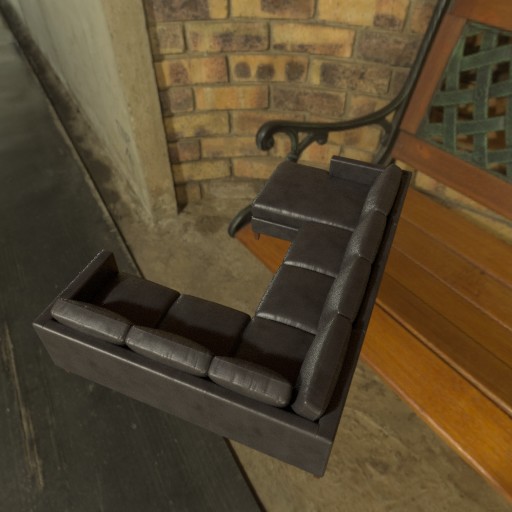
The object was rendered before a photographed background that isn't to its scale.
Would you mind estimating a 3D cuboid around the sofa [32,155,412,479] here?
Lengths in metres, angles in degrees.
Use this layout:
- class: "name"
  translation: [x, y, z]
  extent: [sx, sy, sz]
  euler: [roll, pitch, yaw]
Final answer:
- class: "sofa"
  translation: [0.000, 0.000, 4.440]
  extent: [2.452, 0.891, 3.324]
  euler: [16, 47, 16]
